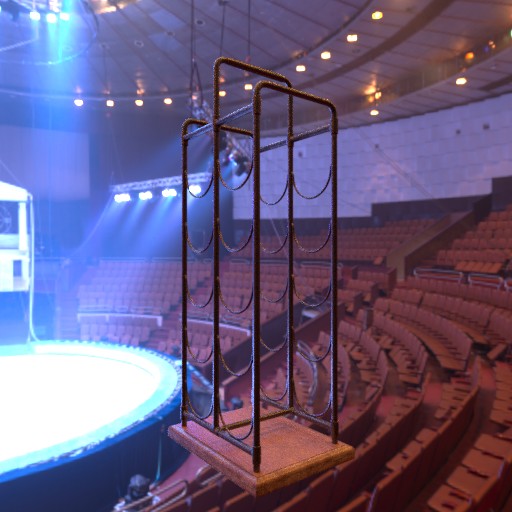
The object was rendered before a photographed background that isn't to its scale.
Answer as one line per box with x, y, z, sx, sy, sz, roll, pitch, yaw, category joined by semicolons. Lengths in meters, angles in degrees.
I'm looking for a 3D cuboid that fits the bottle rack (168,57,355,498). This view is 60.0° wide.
0.000;0.000;0.793;0.208;0.680;0.276;0;-1;-37;bottle rack
